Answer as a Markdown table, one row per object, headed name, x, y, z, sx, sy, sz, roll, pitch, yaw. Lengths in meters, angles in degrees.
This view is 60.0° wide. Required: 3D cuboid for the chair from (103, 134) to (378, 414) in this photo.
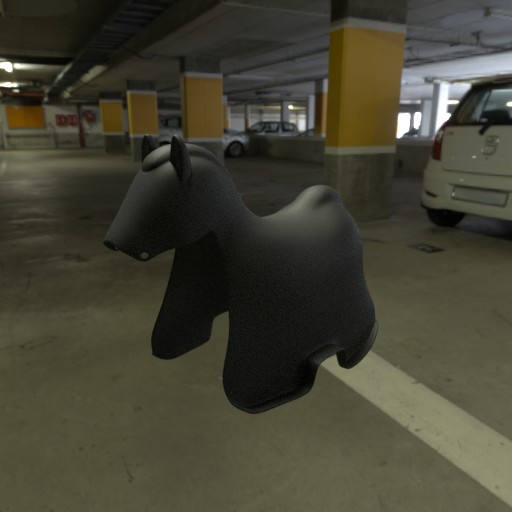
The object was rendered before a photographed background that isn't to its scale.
| name | x | y | z | sx | sy | sz | roll | pitch | yaw |
| --- | --- | --- | --- | --- | --- | --- | --- | --- | --- |
| chair | 0.000 | 0.000 | 1.145 | 0.429 | 0.612 | 0.800 | 15 | 22 | 43 |
